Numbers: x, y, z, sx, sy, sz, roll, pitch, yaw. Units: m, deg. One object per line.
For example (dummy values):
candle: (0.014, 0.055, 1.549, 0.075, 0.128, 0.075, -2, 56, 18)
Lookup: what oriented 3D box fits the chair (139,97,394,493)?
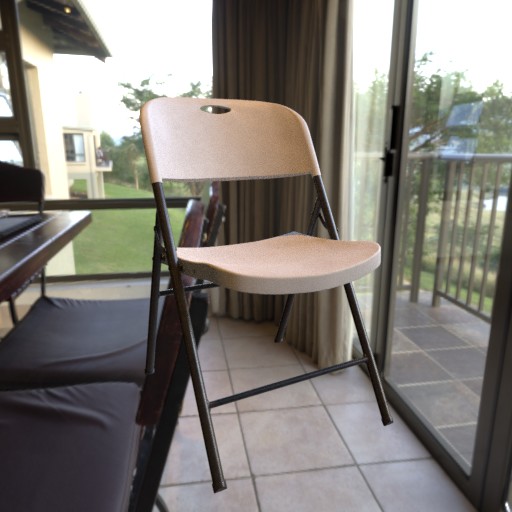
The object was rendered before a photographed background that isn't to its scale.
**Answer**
chair: (0.000, 0.000, 1.144, 0.494, 0.810, 0.566, -8, 16, -27)
